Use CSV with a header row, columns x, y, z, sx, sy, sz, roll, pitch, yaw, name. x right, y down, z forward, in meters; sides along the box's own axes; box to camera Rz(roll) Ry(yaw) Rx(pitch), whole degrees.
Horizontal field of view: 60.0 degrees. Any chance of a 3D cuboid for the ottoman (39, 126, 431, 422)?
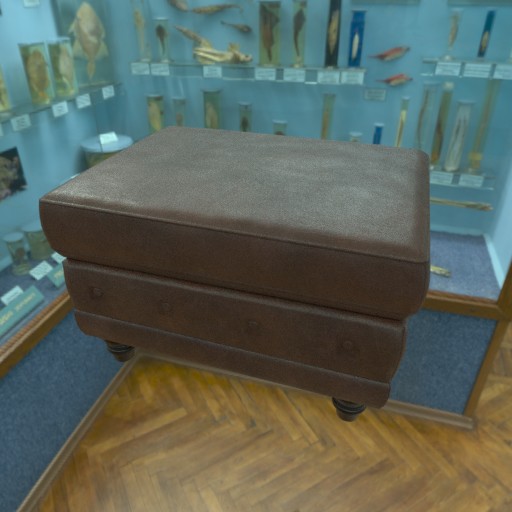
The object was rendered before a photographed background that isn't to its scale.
x,y,z,sx,sy,sz,roll,pitch,yaw,name
0.000,0.000,1.164,0.795,0.509,0.588,10,33,15,ottoman
